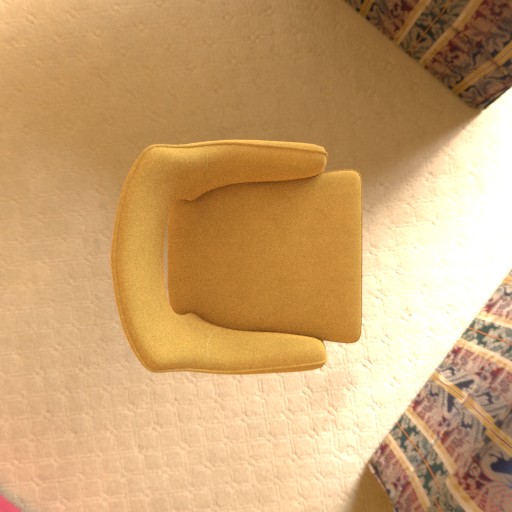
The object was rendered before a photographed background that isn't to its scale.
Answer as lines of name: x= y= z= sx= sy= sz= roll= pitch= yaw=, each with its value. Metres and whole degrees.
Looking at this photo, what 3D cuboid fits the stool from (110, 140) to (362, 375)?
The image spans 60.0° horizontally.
stool: x=0.000 y=0.000 z=1.287 sx=0.558 sy=0.924 sz=0.548 roll=0 pitch=91 yaw=1
